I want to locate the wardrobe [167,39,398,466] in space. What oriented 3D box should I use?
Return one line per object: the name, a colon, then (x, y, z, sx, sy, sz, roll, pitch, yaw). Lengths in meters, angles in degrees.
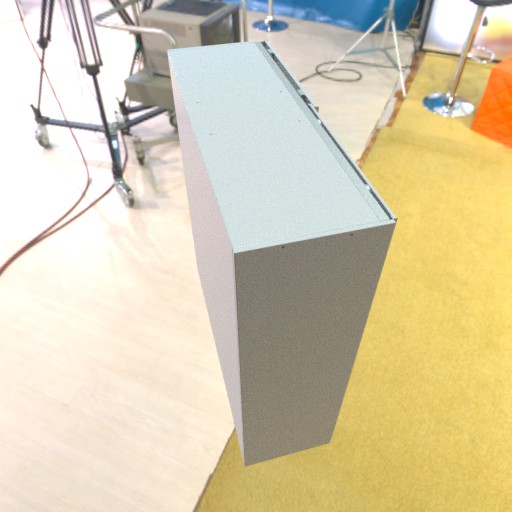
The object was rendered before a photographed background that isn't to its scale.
wardrobe: (0.000, 0.000, 2.812, 0.629, 1.960, 1.780, -11, 47, -10)
